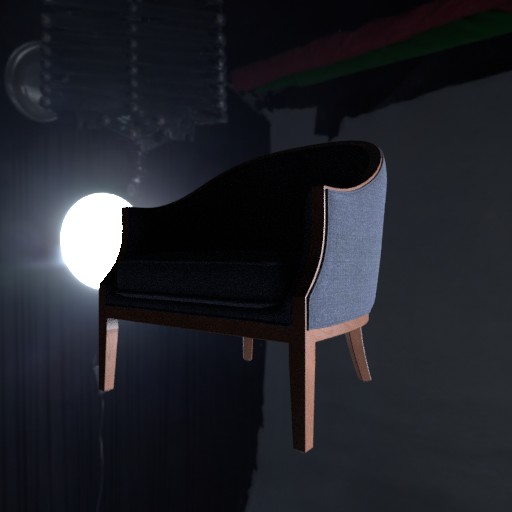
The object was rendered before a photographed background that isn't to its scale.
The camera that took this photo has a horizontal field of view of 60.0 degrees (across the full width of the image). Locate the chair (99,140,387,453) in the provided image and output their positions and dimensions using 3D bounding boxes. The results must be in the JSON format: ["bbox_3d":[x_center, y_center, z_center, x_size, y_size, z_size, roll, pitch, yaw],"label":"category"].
[{"bbox_3d":[0.000,0.000,1.472,0.803,0.876,0.735,0,0,37],"label":"chair"}]
